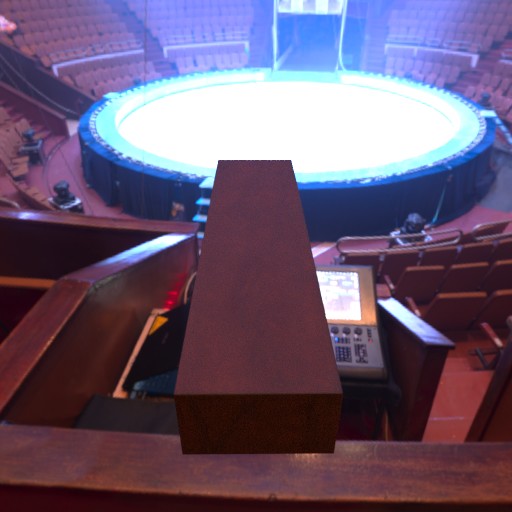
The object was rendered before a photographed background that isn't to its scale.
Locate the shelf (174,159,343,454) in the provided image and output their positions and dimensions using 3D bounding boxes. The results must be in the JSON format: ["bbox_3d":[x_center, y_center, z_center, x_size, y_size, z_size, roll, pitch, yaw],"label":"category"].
[{"bbox_3d":[0.000,0.000,0.678,0.152,0.088,0.607,0,32,0],"label":"shelf"}]
